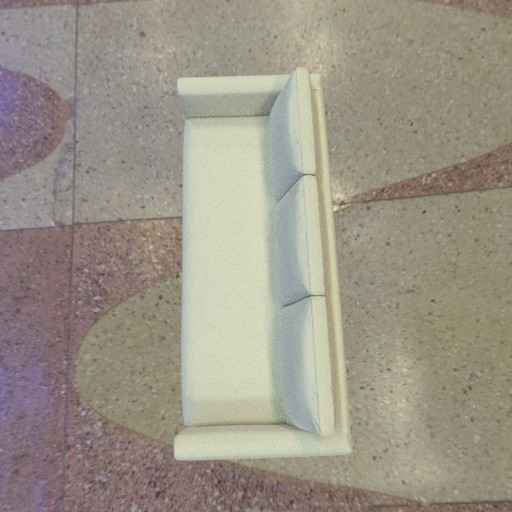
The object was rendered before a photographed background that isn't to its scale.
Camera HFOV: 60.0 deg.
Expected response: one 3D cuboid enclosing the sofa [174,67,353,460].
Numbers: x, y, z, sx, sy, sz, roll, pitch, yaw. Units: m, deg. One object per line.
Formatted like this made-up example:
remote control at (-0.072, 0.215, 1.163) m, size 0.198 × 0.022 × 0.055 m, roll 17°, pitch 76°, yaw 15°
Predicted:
sofa at (0.000, 0.000, 2.678) m, size 0.902 × 0.911 × 2.198 m, roll -2°, pitch 76°, yaw 0°
